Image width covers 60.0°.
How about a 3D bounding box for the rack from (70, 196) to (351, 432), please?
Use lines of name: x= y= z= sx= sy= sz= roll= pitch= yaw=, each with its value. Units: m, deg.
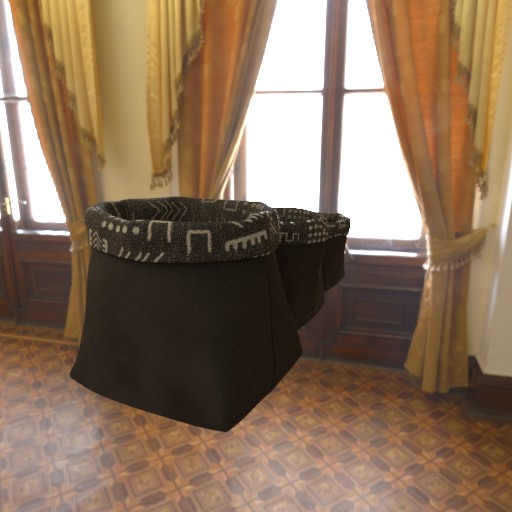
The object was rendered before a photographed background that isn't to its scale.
rack: x=0.000 y=0.000 z=1.084 sx=0.379 sy=0.323 sz=0.905 roll=7 pitch=17 yaw=26
